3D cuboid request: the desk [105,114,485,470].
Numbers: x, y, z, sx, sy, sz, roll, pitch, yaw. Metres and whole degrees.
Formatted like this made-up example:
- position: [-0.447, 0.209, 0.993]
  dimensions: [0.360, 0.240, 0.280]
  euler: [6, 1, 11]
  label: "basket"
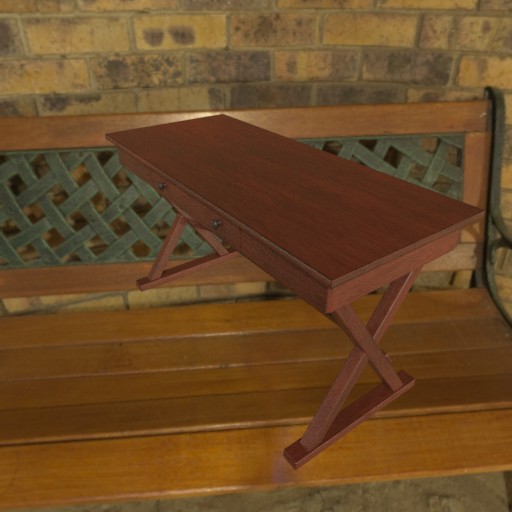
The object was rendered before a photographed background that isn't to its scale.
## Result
- position: [0.000, 0.000, 1.764]
  dimensions: [0.600, 0.761, 1.372]
  euler: [-21, 37, -30]
  label: "desk"
